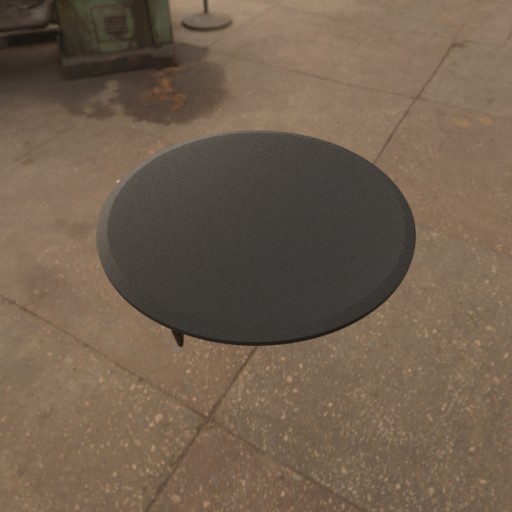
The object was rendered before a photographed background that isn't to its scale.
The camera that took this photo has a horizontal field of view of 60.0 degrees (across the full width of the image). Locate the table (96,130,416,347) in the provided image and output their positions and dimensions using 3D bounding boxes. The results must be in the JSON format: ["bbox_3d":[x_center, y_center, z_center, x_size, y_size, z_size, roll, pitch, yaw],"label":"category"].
[{"bbox_3d":[0.000,0.000,1.420,0.900,0.400,0.900,0,46,0],"label":"table"}]
